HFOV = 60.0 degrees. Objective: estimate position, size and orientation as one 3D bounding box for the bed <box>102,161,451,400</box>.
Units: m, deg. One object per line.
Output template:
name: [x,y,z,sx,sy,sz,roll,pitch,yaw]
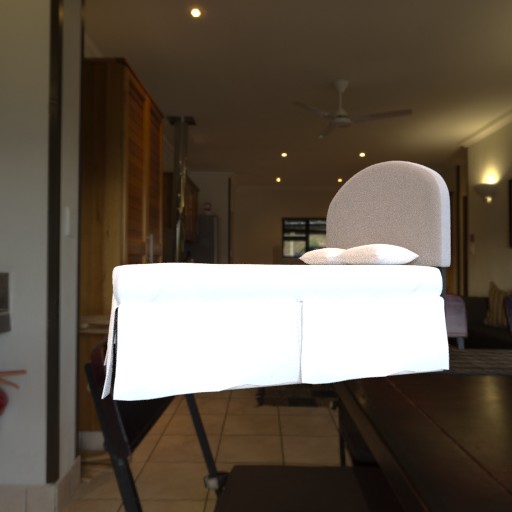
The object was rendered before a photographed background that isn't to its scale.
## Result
bed: [0.000,0.000,3.107,2.005,1.410,1.607,0,-1,-18]
